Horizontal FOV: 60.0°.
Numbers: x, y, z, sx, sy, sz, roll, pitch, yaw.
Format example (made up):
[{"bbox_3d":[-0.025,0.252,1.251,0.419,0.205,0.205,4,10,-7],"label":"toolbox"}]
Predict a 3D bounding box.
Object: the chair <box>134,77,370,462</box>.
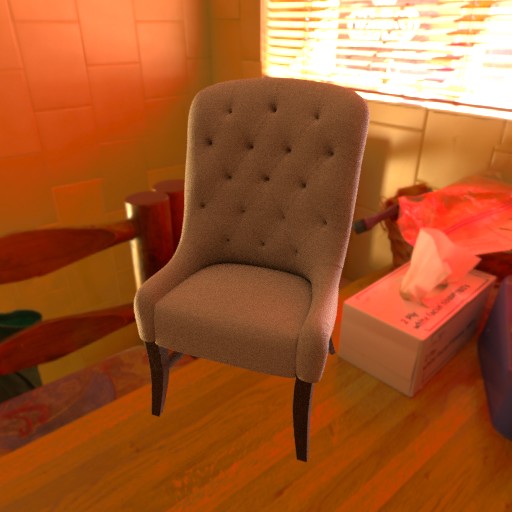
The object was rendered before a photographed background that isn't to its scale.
[{"bbox_3d":[0.000,0.000,1.521,0.634,1.091,0.629,10,29,18],"label":"chair"}]
